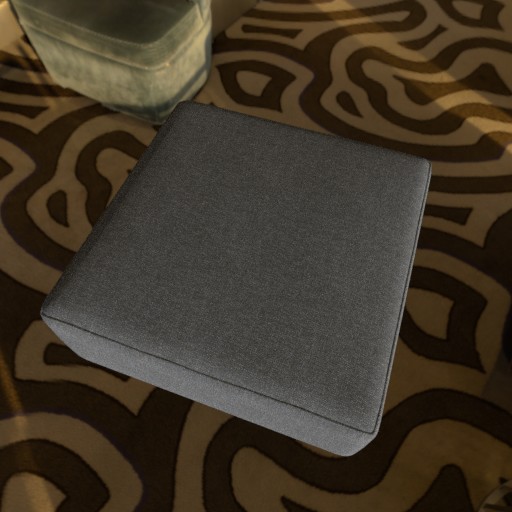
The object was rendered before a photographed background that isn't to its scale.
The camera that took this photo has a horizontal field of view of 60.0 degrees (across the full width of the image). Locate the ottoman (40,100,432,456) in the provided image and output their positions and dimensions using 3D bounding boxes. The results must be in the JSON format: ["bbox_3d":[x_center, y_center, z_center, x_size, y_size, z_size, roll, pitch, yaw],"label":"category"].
[{"bbox_3d":[0.000,0.000,1.543,1.000,0.439,1.000,17,60,10],"label":"ottoman"}]
